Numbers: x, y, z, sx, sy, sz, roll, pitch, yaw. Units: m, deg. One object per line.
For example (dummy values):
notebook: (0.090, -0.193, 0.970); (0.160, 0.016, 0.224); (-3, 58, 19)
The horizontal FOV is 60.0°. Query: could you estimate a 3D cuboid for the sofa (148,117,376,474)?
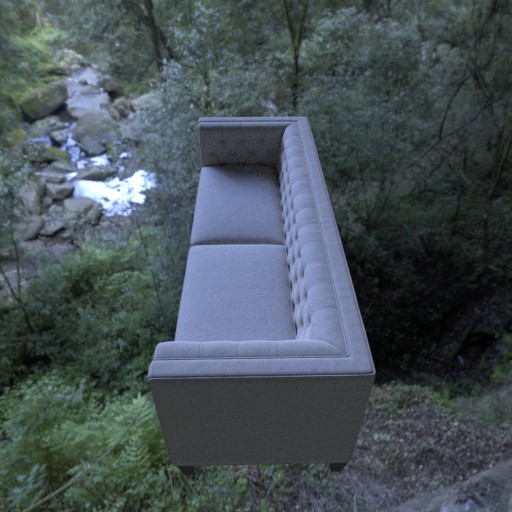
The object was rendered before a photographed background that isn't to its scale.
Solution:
sofa: (0.000, 0.000, 2.540); (0.775, 0.762, 2.159); (-1, 40, -1)
